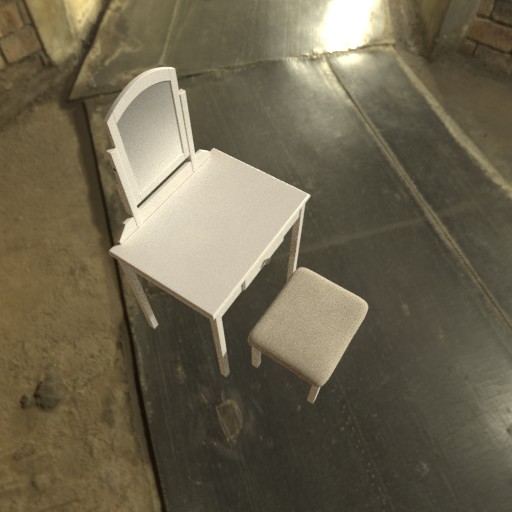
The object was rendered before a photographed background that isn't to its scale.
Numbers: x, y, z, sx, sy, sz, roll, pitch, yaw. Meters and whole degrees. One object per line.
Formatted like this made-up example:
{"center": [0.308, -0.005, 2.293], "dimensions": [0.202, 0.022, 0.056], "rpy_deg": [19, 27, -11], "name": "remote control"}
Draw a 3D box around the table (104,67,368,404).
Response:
{"center": [0.000, 0.000, 2.282], "dimensions": [1.211, 1.631, 0.876], "rpy_deg": [29, 62, 18], "name": "table"}
